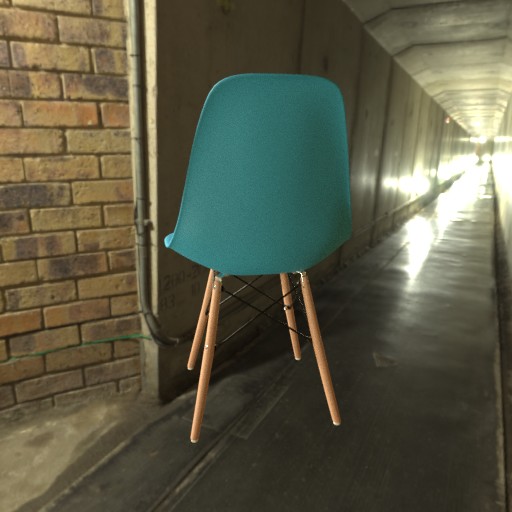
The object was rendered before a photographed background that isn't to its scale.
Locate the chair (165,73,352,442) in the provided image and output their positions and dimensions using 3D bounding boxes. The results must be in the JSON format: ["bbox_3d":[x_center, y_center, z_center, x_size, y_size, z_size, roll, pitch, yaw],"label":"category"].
[{"bbox_3d":[0.000,0.000,1.166,0.470,0.826,0.531,-3,15,-10],"label":"chair"}]
